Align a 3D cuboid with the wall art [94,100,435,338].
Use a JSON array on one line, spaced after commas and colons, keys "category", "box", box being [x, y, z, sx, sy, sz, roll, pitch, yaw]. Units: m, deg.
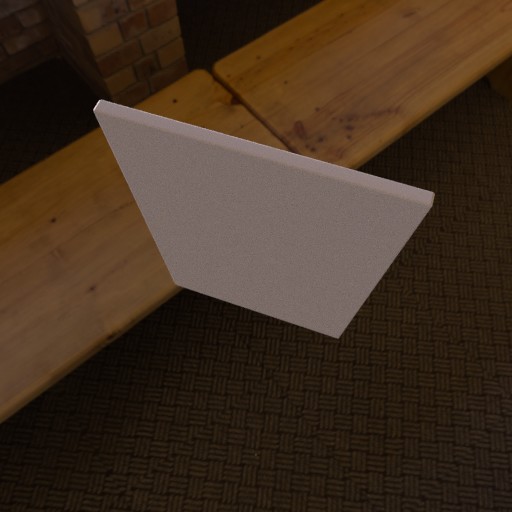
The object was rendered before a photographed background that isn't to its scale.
[{"category": "wall art", "box": [0.000, 0.000, 1.545, 0.808, 1.183, 0.038, 17, 67, 8]}]
